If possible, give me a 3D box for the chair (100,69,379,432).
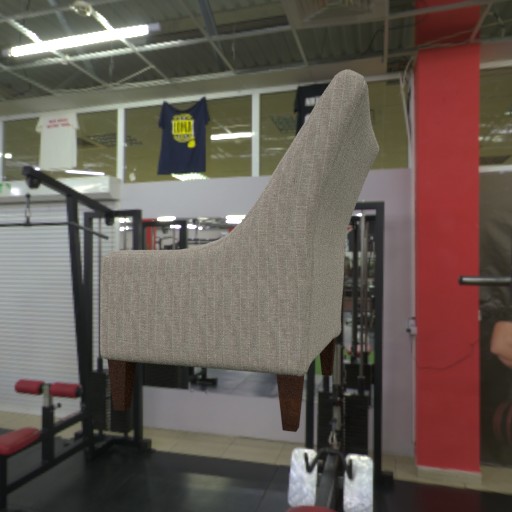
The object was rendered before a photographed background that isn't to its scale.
[{"bbox_3d":[0.000,0.000,1.672,0.870,1.014,0.774,0,-1,18],"label":"chair"}]
